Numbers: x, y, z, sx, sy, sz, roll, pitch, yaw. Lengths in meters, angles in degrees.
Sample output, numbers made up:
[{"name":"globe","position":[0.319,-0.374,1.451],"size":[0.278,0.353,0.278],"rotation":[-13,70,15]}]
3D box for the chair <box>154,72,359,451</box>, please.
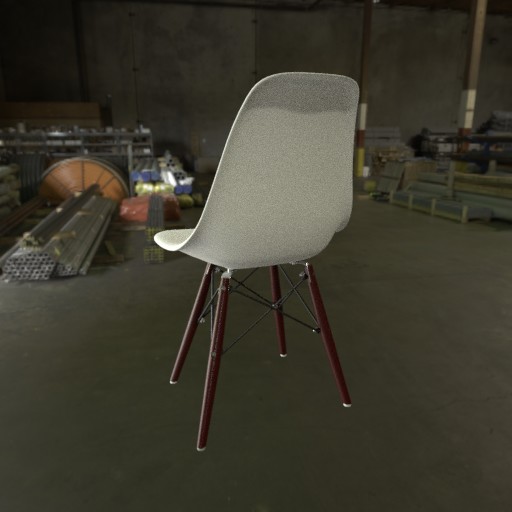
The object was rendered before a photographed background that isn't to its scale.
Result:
[{"name":"chair","position":[0.000,0.000,1.151],"size":[0.470,0.826,0.533],"rotation":[-8,17,-26]}]
